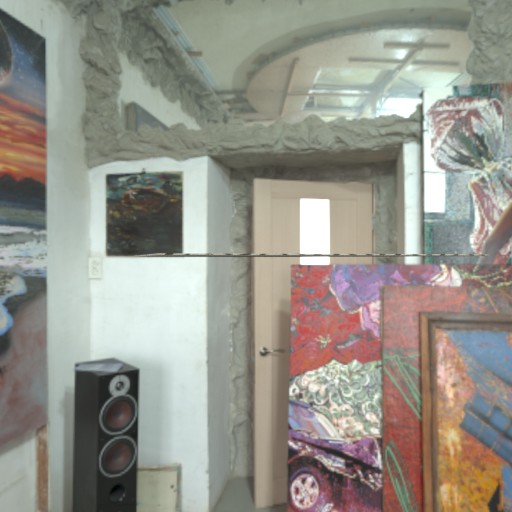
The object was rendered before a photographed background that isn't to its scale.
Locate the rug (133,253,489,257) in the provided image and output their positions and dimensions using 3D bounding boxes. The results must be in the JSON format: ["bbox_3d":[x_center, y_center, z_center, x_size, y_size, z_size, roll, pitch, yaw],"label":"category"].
[{"bbox_3d":[0.000,0.000,2.992,1.523,0.008,2.438,0,0,-17],"label":"rug"}]
